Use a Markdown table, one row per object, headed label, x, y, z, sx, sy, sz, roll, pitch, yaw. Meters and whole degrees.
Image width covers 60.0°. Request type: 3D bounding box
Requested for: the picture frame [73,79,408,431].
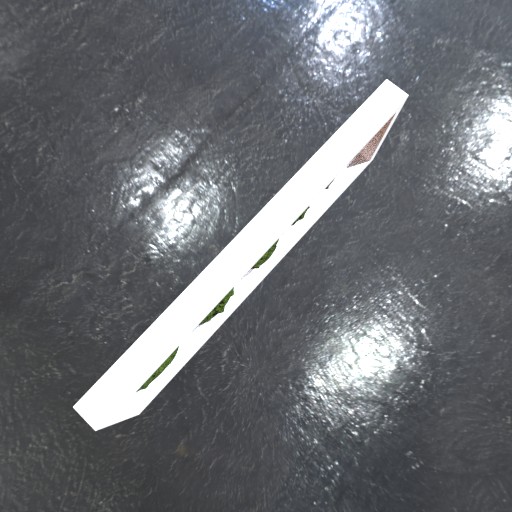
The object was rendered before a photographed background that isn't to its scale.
| label | x | y | z | sx | sy | sz | roll | pitch | yaw |
| --- | --- | --- | --- | --- | --- | --- | --- | --- | --- |
| picture frame | 0.000 | 0.000 | 0.847 | 0.050 | 0.250 | 0.759 | 41 | 79 | 10 |
